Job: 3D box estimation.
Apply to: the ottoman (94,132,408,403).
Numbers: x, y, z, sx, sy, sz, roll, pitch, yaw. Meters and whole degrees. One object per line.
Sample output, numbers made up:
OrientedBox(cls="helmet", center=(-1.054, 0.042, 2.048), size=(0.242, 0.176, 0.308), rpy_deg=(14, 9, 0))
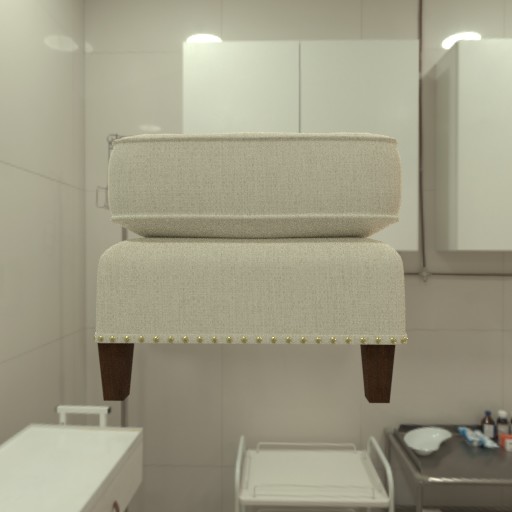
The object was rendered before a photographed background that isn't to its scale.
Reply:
OrientedBox(cls="ottoman", center=(0.000, 0.000, 1.164), size=(0.589, 0.537, 0.738), rpy_deg=(0, 0, 1))
